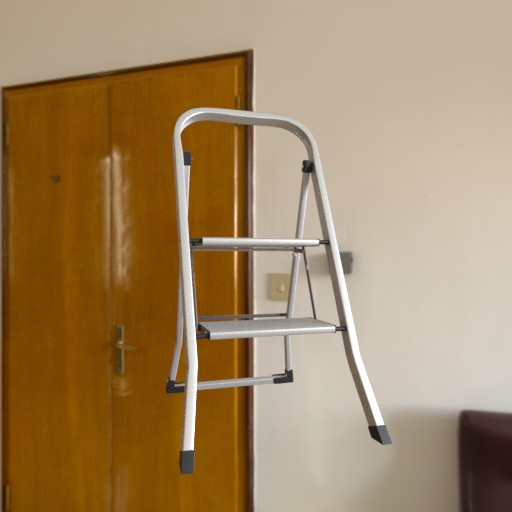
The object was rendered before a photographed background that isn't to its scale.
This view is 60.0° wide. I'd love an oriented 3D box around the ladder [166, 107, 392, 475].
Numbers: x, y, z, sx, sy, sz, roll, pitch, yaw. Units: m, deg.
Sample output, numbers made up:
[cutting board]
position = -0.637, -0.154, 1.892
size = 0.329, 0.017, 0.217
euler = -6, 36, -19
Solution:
[ladder]
position = 0.000, 0.000, 1.161
size = 0.465, 0.830, 0.530
euler = 0, 0, -18
